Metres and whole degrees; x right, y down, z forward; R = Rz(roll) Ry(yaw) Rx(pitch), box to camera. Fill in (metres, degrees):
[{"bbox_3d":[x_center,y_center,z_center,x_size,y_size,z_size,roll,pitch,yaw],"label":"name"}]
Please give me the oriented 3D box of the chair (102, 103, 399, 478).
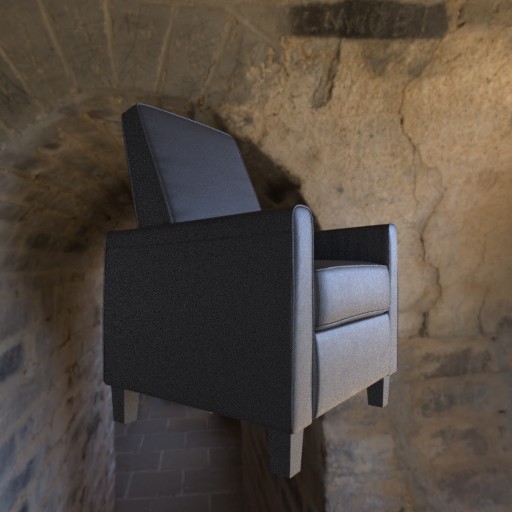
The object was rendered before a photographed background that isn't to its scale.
[{"bbox_3d":[0.000,0.000,1.453,0.746,1.013,0.705,0,-1,36],"label":"chair"}]
